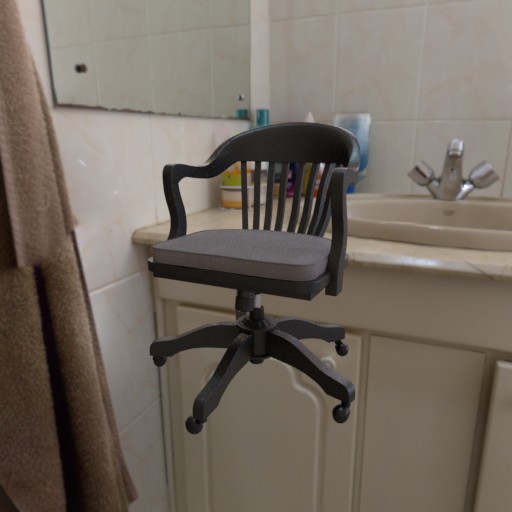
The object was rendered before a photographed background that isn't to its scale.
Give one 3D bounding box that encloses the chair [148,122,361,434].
[{"bbox_3d":[0.000,0.000,1.473,0.750,0.878,0.788,7,16,24],"label":"chair"}]
